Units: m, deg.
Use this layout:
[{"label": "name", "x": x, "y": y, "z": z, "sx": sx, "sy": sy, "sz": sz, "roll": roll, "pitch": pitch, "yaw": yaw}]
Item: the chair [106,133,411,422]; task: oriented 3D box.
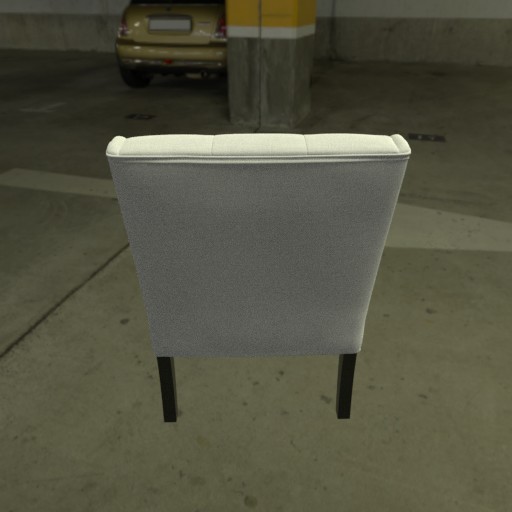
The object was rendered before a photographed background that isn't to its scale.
[{"label": "chair", "x": 0.000, "y": 0.000, "z": 1.282, "sx": 0.569, "sy": 0.853, "sz": 0.676, "roll": -1, "pitch": 30, "yaw": -1}]
